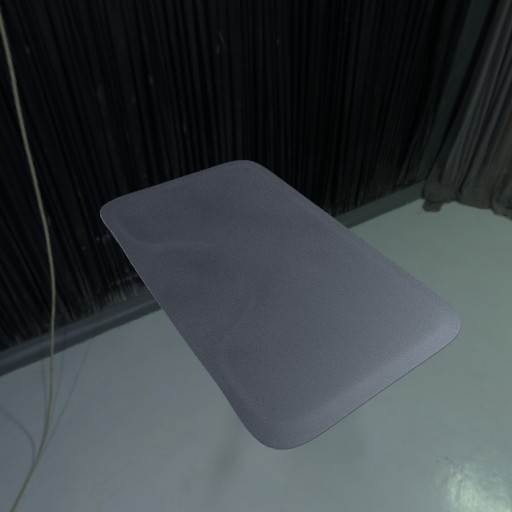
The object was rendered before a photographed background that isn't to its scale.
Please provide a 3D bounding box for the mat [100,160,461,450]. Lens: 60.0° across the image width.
[{"bbox_3d":[0.000,0.000,1.889,0.918,0.013,1.524,-24,46,-25],"label":"mat"}]
